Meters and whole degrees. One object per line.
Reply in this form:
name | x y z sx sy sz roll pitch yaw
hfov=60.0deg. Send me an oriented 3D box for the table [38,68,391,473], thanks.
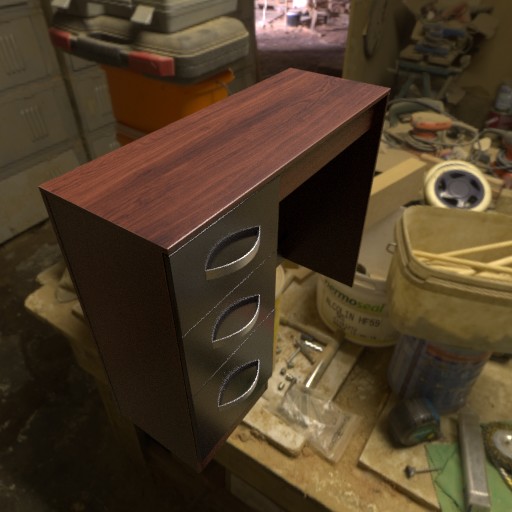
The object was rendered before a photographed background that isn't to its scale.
table | 0.000 0.000 1.318 0.380 0.790 0.930 24 45 27
